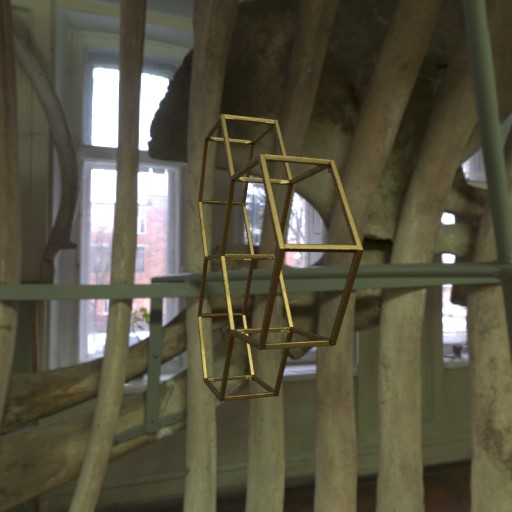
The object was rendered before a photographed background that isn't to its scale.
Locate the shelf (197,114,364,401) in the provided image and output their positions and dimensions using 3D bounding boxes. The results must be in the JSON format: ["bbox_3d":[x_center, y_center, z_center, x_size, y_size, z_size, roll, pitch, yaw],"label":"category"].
[{"bbox_3d":[0.000,0.000,1.054,0.150,0.701,0.708,1,-2,-18],"label":"shelf"}]
